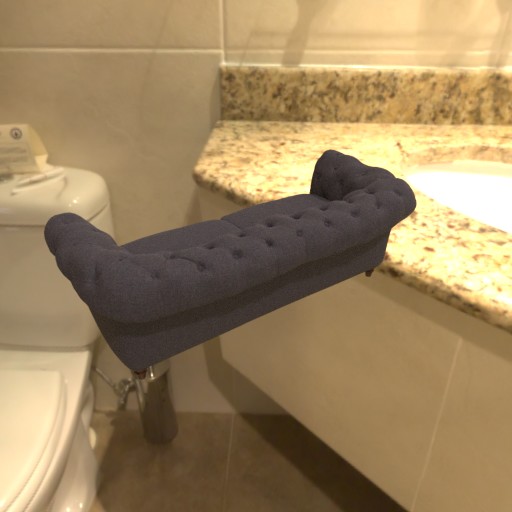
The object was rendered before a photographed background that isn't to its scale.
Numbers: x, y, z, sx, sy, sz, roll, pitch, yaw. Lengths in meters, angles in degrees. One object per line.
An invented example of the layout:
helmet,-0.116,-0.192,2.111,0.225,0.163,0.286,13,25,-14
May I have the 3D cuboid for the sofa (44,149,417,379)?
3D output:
sofa,0.000,0.000,2.929,2.335,0.836,1.046,-20,36,-29
